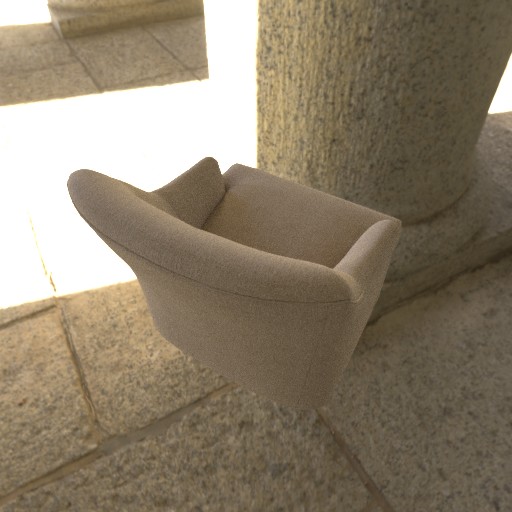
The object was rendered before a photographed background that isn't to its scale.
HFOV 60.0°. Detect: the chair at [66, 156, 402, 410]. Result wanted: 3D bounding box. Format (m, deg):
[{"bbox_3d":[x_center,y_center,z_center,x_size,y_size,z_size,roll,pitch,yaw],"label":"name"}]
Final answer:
[{"bbox_3d":[0.000,0.000,1.553,0.864,0.856,0.923,24,50,21],"label":"chair"}]
